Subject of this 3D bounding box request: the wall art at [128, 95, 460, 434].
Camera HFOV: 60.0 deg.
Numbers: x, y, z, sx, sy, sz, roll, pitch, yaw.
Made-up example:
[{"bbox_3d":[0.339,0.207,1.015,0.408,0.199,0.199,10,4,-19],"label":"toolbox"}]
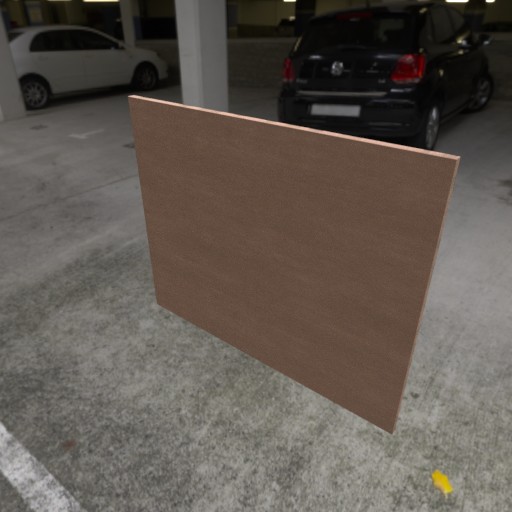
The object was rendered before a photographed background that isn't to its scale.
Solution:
[{"bbox_3d":[0.000,0.000,0.675,0.508,0.408,0.012,22,37,32],"label":"wall art"}]
